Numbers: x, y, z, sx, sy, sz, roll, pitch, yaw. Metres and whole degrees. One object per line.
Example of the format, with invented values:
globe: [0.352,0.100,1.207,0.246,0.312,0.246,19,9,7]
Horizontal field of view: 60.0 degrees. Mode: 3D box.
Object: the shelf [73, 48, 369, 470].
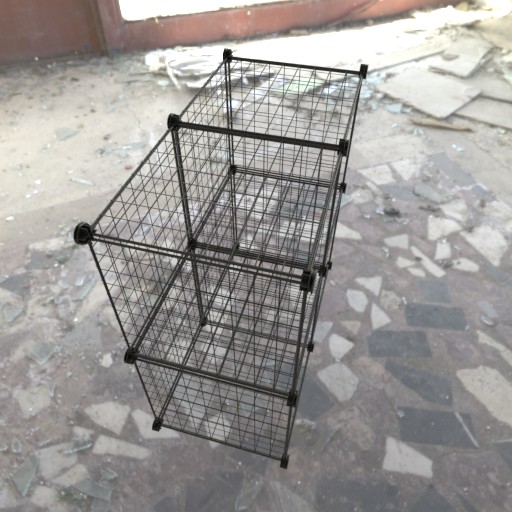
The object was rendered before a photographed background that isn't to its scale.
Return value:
shelf: [0.000,0.000,1.100,0.356,0.711,0.711,11,47,11]
